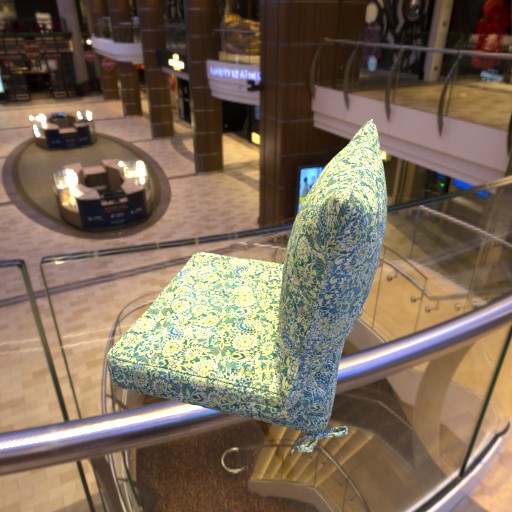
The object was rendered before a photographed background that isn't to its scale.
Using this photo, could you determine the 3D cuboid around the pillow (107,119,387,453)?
[{"bbox_3d":[0.000,0.000,1.372,0.740,0.722,0.798,8,30,14],"label":"pillow"}]
